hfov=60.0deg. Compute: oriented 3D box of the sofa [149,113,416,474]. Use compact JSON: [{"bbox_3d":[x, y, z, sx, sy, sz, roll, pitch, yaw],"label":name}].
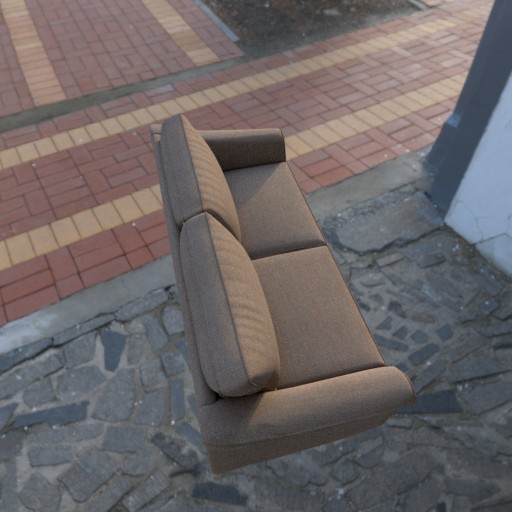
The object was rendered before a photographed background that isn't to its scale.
[{"bbox_3d":[0.000,0.000,2.679,0.986,0.906,2.270,-11,50,-9],"label":"sofa"}]
